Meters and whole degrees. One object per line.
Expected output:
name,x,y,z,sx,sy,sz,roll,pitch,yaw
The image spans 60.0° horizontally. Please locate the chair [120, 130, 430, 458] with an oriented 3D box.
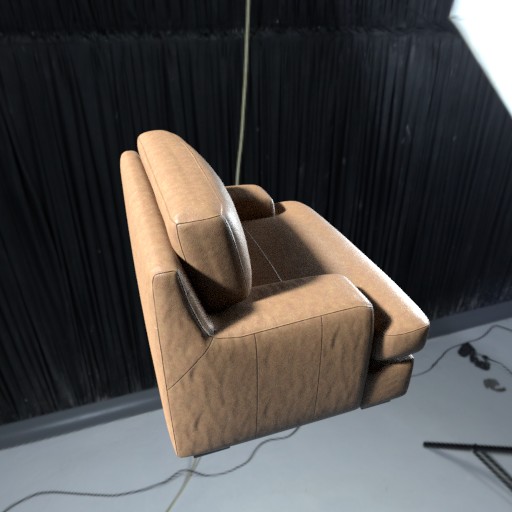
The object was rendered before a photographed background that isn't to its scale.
chair,0.000,0.000,2.004,1.050,0.978,1.276,-10,31,-16
